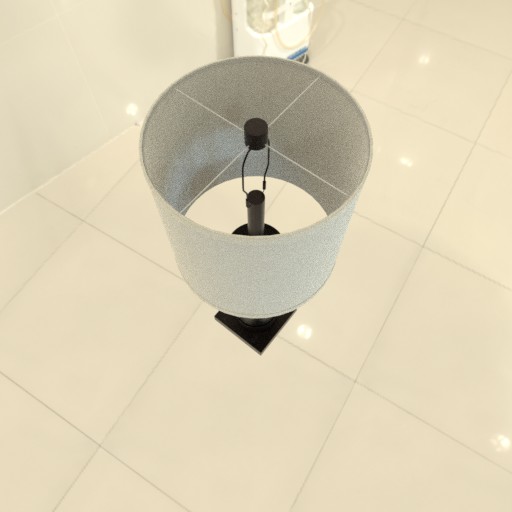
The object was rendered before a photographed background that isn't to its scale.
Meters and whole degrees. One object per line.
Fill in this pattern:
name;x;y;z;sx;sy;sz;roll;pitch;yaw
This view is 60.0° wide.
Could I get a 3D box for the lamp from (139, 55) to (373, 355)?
lamp;0.000;0.000;0.615;0.211;0.509;0.211;36;69;16
